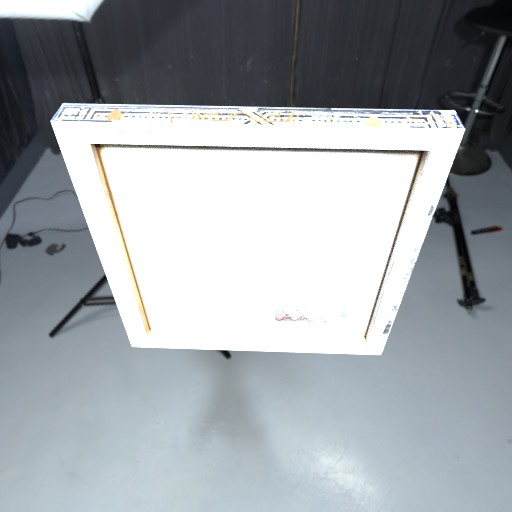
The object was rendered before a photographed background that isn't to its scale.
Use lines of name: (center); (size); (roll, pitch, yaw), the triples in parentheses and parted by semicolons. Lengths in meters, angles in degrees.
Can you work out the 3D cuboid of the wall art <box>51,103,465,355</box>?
wall art: (0.000, 0.000, 0.597); (0.411, 0.410, 0.038); (2, 46, 2)
